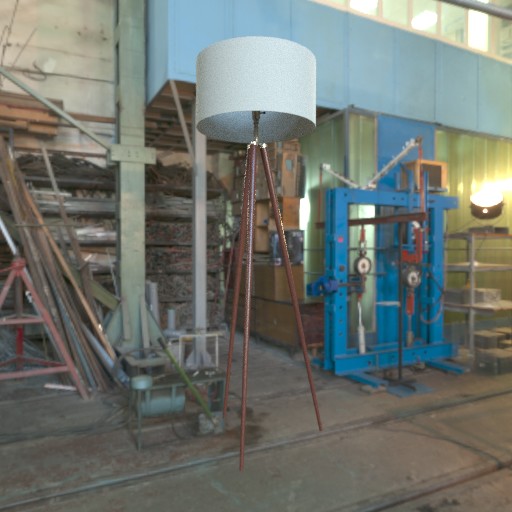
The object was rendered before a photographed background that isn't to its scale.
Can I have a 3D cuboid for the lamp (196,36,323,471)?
[{"bbox_3d":[0.000,0.000,1.812,0.483,1.553,0.483,0,1,18],"label":"lamp"}]
